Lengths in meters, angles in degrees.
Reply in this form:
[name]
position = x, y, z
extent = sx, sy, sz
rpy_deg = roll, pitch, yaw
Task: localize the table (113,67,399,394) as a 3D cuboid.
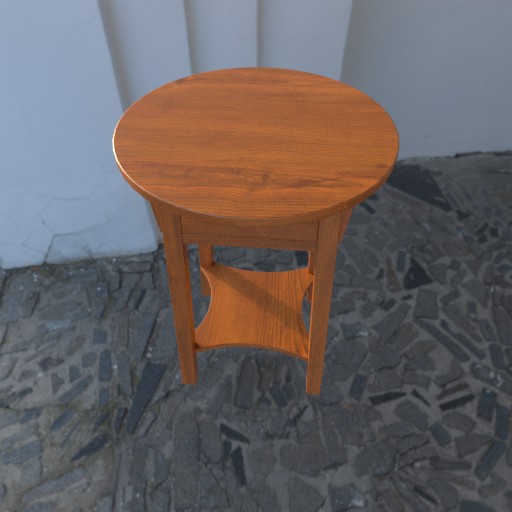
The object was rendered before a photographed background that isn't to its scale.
[table]
position = 0.000, 0.000, 0.942
extent = 0.457, 0.610, 0.457
rpy_deg = 0, 46, 0
